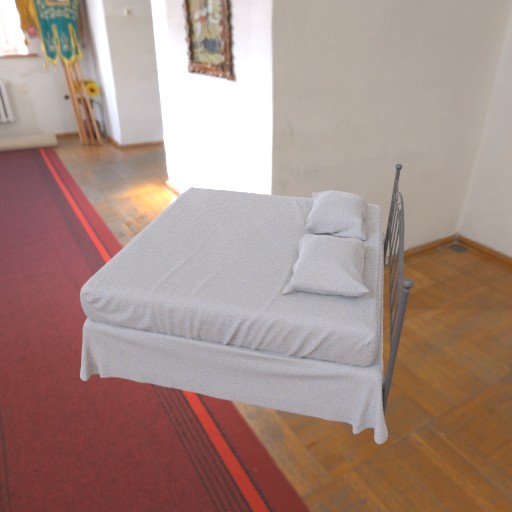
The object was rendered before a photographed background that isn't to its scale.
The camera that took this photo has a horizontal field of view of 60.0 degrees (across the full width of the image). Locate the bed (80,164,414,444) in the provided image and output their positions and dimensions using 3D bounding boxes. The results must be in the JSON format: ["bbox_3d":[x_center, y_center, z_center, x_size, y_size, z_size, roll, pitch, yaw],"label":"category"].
[{"bbox_3d":[0.000,0.000,3.587,2.220,1.080,2.309,7,30,13],"label":"bed"}]
